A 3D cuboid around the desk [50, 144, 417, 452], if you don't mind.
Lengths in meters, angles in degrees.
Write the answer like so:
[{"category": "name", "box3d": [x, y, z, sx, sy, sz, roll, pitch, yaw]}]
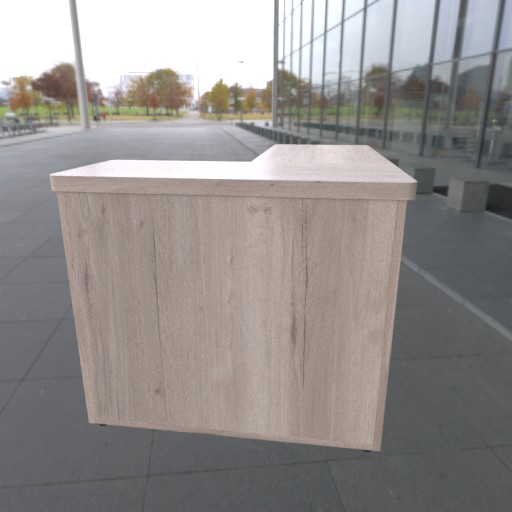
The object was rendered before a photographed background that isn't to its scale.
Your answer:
[{"category": "desk", "box3d": [0.000, 0.000, 1.714, 0.900, 0.760, 1.169, 2, 18, 8]}]
